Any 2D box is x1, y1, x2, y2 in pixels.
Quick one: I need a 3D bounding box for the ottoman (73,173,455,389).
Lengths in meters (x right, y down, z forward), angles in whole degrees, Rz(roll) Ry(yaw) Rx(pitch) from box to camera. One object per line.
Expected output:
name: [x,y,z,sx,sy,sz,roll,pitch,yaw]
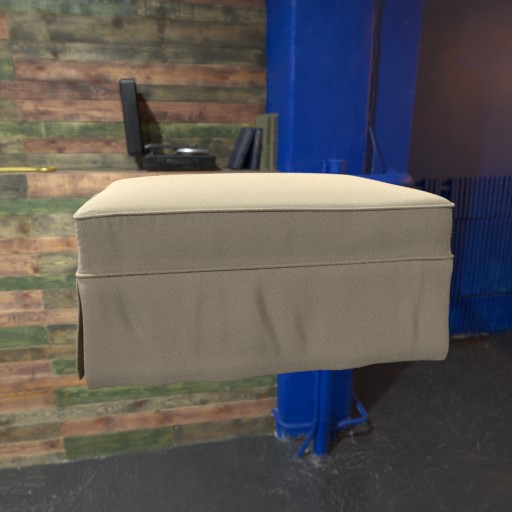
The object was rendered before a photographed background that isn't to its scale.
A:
ottoman: [0.000,0.000,1.349,0.959,0.482,0.721,-3,15,-10]
